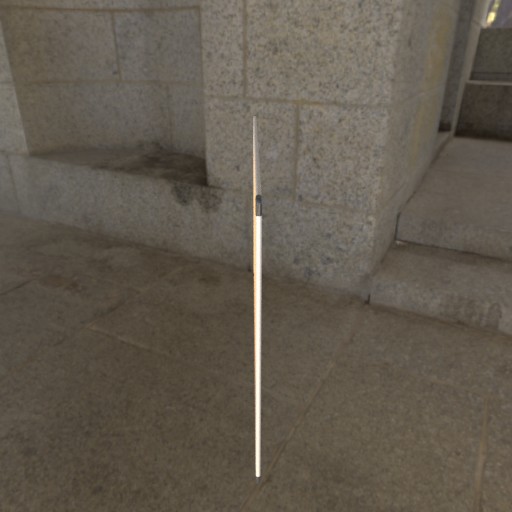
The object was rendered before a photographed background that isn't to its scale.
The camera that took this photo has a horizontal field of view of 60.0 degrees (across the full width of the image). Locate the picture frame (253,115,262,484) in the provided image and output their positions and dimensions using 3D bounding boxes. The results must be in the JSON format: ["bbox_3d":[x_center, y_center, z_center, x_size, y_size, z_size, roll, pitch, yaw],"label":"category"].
[{"bbox_3d":[0.000,0.000,1.172,0.010,0.600,0.900,0,25,0],"label":"picture frame"}]
